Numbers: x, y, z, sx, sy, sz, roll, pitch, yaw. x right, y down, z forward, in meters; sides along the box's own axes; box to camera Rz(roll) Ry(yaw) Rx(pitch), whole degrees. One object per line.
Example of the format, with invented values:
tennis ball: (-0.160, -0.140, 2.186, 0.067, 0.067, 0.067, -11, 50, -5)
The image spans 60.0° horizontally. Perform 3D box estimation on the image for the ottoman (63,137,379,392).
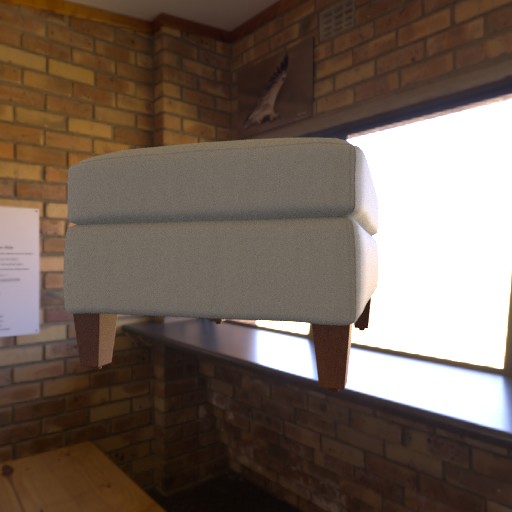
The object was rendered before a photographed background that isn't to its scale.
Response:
ottoman: (0.000, 0.000, 1.223, 0.634, 0.496, 0.818, 0, 0, 18)
